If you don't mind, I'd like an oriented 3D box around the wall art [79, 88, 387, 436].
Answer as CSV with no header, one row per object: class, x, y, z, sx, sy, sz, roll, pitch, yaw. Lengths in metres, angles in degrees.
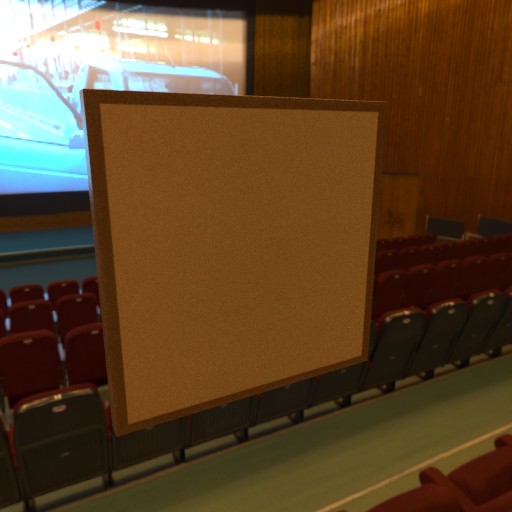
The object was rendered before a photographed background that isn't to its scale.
wall art,0.000,0.000,0.752,0.510,0.509,0.033,-8,17,-27
